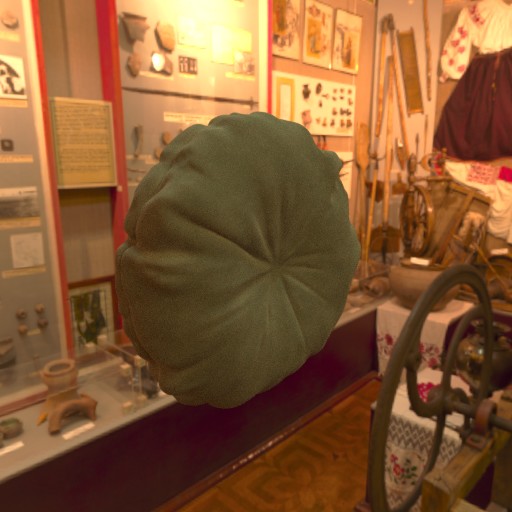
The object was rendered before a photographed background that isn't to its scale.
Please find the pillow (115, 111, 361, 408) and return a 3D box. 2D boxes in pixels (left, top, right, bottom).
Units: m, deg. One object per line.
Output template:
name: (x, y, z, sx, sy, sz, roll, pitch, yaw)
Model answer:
pillow: (0.000, 0.000, 0.656, 0.428, 0.407, 0.148, -12, 17, -43)
